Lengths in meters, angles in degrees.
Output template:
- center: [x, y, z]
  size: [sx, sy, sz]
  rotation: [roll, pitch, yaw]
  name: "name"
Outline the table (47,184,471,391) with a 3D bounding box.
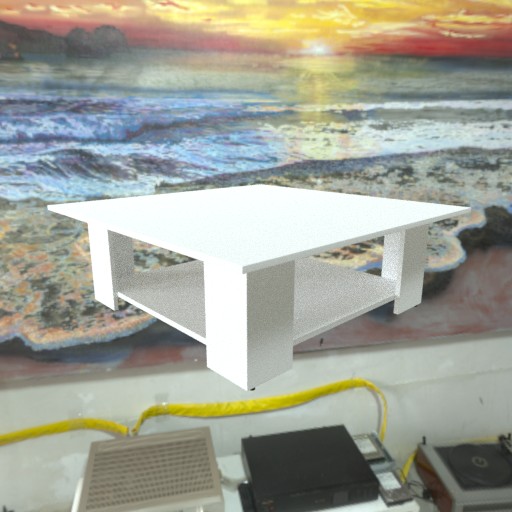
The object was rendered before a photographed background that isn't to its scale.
- center: [0.000, 0.000, 1.354]
  size: [0.890, 0.305, 0.890]
  rotation: [-14, 20, -41]
  name: "table"
